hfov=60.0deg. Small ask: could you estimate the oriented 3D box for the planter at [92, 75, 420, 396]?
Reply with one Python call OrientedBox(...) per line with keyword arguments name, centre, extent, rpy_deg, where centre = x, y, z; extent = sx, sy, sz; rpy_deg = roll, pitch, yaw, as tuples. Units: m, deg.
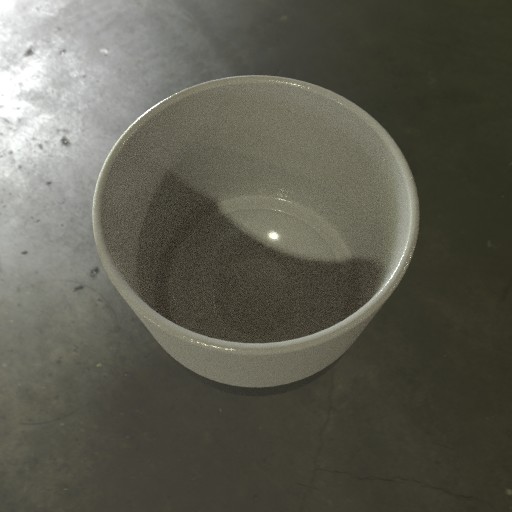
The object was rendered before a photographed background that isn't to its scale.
OrientedBox(name="planter", centre=(0.000, 0.000, 0.342), extent=(0.193, 0.177, 0.193), rpy_deg=(0, 65, 0))
